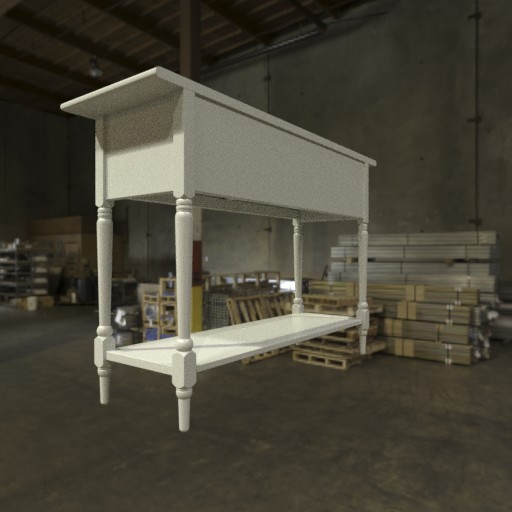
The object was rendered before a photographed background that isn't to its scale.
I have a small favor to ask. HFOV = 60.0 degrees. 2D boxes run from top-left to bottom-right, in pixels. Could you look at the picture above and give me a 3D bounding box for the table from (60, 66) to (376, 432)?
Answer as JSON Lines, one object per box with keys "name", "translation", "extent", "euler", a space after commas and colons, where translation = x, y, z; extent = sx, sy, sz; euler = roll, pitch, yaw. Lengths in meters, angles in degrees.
{"name": "table", "translation": [0.000, 0.000, 1.527], "extent": [0.384, 0.808, 1.197], "euler": [0, 0, 37]}
